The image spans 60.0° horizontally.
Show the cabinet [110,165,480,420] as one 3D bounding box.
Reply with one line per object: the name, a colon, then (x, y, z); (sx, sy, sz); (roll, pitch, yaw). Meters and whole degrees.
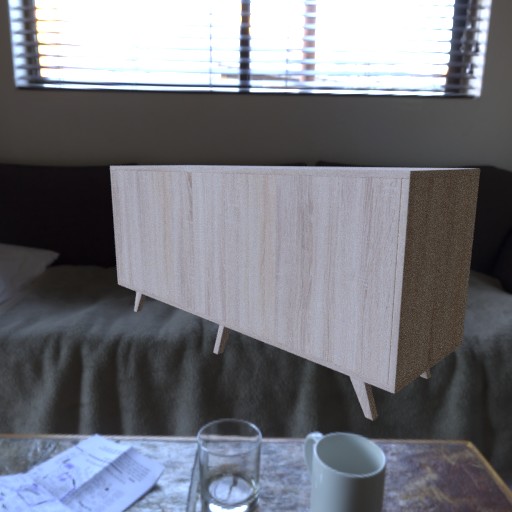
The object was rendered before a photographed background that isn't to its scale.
cabinet: (0.000, 0.000, 1.980); (0.500, 0.780, 1.650); (-12, 17, -43)
